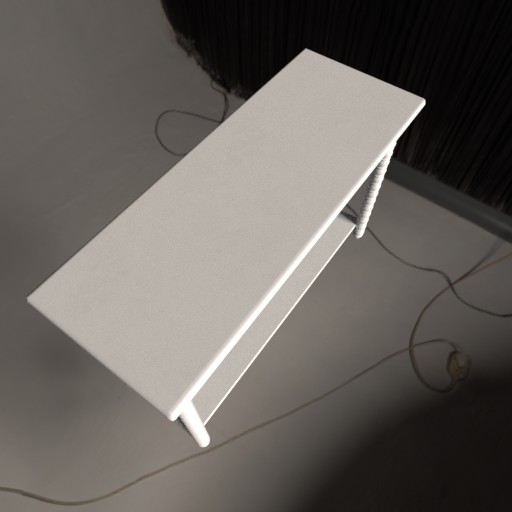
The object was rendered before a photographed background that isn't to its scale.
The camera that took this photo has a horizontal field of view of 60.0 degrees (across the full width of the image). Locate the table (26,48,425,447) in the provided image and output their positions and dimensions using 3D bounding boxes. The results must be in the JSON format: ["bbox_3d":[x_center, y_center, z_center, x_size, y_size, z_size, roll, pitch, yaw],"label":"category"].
[{"bbox_3d":[0.000,0.000,1.508,0.459,0.740,1.184,32,63,18],"label":"table"}]
